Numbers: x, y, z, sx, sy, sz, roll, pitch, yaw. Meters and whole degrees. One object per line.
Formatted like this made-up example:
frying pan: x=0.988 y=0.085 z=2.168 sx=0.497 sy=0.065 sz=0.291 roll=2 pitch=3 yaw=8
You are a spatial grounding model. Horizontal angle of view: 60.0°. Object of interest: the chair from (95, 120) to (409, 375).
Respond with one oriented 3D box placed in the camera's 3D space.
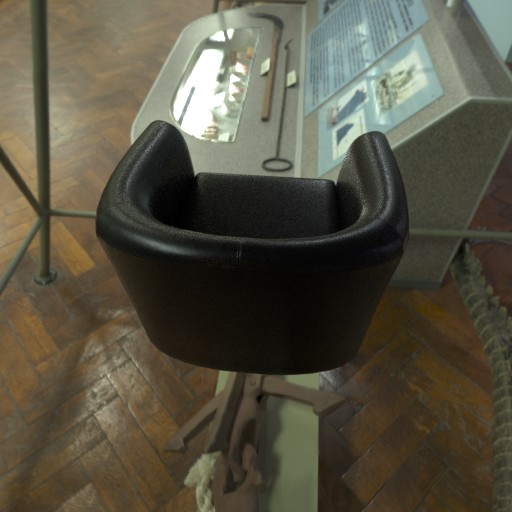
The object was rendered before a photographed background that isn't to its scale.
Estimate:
chair: x=0.000 y=0.000 z=1.386 sx=0.793 sy=0.756 sz=0.727 roll=4 pitch=47 yaw=4
